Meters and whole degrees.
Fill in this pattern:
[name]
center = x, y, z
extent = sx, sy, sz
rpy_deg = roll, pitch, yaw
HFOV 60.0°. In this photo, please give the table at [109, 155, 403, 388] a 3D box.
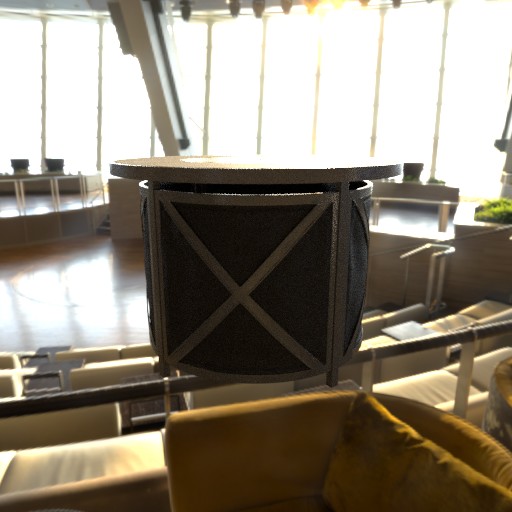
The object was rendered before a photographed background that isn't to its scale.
[table]
center = 0.000, 0.000, 1.527
extent = 0.914, 0.650, 0.914
rpy_deg = 0, 15, 0
